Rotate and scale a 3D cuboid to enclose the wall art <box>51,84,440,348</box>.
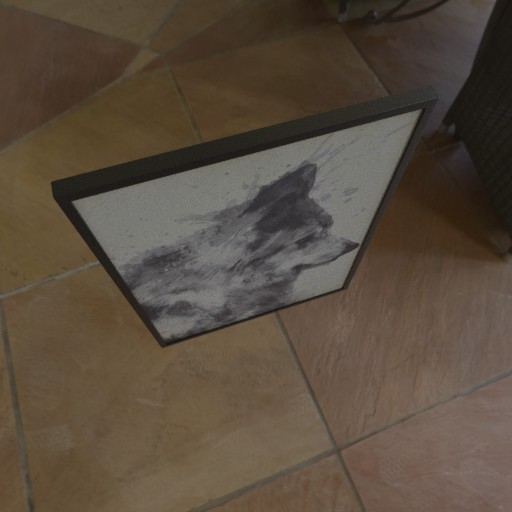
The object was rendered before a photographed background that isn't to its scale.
[{"bbox_3d":[0.000,0.000,1.358,0.804,1.061,0.039,-17,65,-8],"label":"wall art"}]
